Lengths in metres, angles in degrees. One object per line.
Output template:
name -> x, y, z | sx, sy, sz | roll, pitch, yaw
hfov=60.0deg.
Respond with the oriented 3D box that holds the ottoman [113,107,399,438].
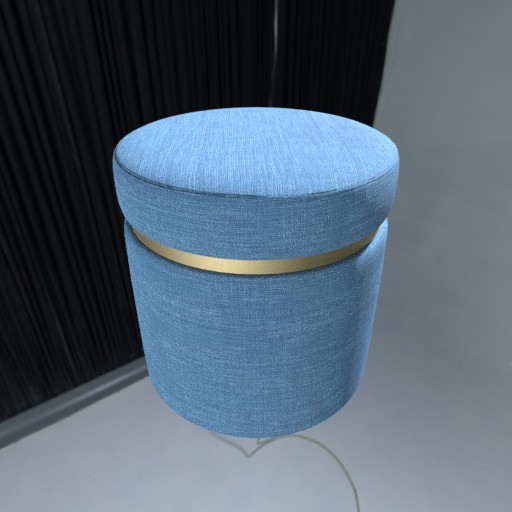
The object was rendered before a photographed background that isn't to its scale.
ottoman -> 0.000, 0.000, 0.723 | 0.398, 0.406, 0.398 | 0, 31, 0
